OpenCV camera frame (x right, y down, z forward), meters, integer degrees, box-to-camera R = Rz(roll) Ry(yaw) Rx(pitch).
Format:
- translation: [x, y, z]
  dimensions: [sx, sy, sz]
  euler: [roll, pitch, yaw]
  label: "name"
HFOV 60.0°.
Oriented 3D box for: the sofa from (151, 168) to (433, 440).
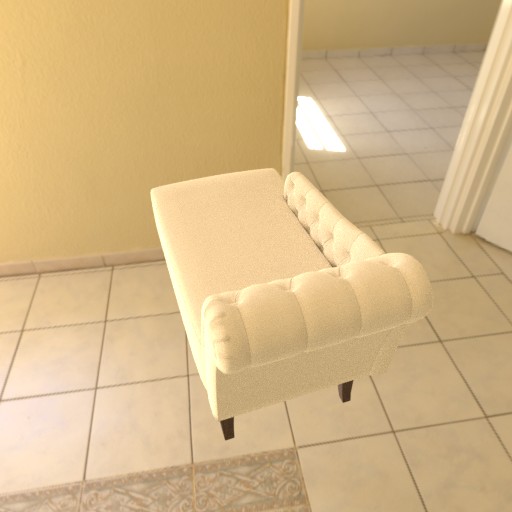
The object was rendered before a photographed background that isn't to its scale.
- translation: [0.000, 0.000, 1.805]
  dimensions: [0.675, 0.787, 1.379]
  euler: [-12, 42, -14]
  label: "sofa"
